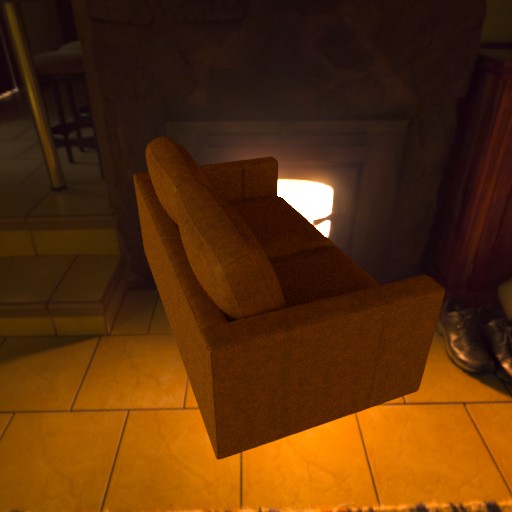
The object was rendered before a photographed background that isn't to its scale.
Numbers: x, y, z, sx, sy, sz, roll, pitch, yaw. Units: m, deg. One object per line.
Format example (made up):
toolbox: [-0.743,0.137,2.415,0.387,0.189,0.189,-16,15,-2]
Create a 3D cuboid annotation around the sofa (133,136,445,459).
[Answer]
sofa: [0.000,0.000,2.170,0.909,0.951,1.578,-11,33,-18]
